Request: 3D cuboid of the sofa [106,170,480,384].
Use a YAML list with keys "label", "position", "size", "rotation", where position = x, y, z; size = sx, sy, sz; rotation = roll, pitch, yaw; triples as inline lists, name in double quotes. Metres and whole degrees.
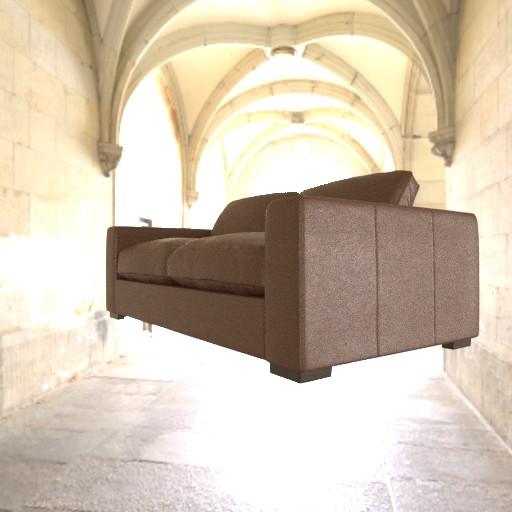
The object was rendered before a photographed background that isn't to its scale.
- label: "sofa"
  position: [0.000, 0.000, 2.407]
  size: [1.070, 0.800, 1.920]
  rotation: [0, 0, -36]
